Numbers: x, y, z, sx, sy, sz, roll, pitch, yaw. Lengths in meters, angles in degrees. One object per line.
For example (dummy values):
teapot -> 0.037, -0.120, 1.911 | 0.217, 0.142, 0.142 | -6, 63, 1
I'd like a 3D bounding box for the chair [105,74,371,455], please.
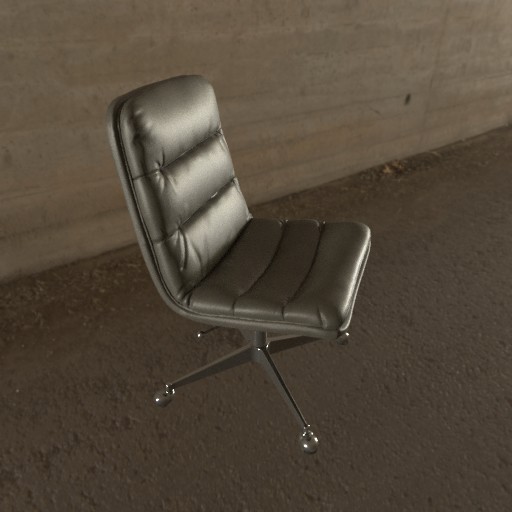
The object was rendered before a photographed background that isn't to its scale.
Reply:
chair -> 0.000, 0.000, 1.026 | 0.485, 0.738, 0.422 | 11, 33, 17
